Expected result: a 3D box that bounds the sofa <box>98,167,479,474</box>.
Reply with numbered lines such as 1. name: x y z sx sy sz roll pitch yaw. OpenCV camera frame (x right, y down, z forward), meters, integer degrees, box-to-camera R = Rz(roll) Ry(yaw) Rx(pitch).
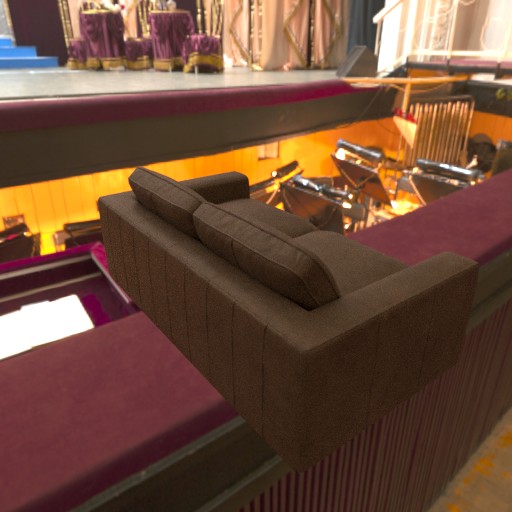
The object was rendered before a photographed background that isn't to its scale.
1. sofa: 0.000 0.000 2.400 1.070 0.800 1.920 -18 31 -33
